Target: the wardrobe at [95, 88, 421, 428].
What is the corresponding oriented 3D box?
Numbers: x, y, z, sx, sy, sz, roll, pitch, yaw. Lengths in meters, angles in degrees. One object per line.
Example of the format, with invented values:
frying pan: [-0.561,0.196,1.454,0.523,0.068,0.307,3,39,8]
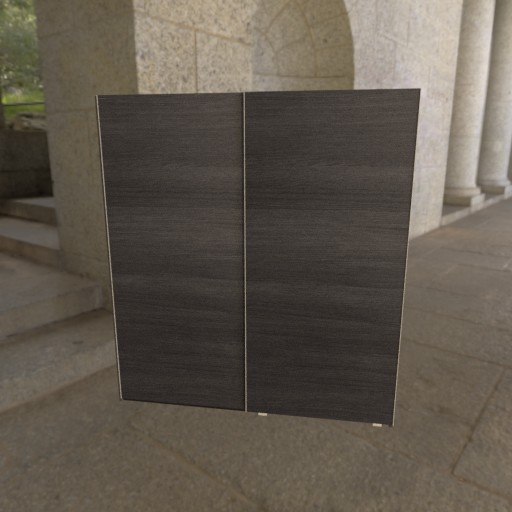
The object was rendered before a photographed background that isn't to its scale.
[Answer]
wardrobe: [0.000,0.000,2.888,1.780,1.960,0.629,2,14,9]
